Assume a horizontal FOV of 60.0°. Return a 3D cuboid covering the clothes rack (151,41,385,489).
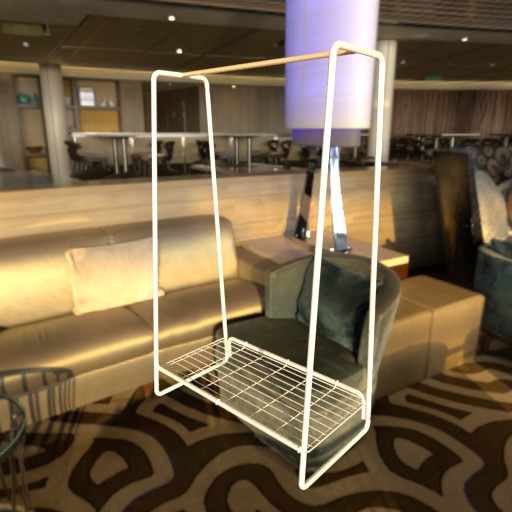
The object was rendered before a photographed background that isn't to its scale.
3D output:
[{"bbox_3d":[0.000,0.000,1.852,0.900,1.500,0.495,14,20,41],"label":"clothes rack"}]
